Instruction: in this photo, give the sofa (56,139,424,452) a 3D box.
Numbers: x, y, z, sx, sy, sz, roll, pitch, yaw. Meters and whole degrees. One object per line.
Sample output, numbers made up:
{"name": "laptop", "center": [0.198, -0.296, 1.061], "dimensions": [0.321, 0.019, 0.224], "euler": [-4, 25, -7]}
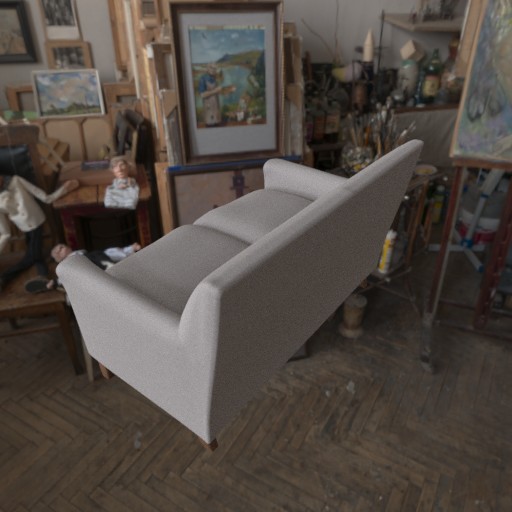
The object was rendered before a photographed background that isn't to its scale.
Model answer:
{"name": "sofa", "center": [0.000, 0.000, 2.059], "dimensions": [0.888, 0.890, 1.482], "euler": [22, 39, 31]}
